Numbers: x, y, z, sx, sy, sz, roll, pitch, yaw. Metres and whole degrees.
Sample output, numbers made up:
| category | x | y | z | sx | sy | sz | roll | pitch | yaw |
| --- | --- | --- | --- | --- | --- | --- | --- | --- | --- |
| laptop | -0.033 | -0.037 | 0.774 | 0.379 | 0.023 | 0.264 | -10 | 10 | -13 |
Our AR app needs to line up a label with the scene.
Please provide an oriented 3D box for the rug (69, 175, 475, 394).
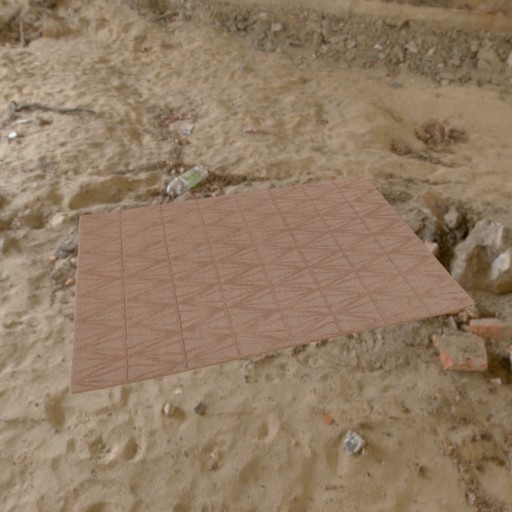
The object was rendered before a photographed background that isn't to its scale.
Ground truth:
| category | x | y | z | sx | sy | sz | roll | pitch | yaw |
| --- | --- | --- | --- | --- | --- | --- | --- | --- | --- |
| rug | 0.000 | 0.000 | 2.354 | 1.837 | 0.025 | 1.230 | -10 | 42 | -11 |
